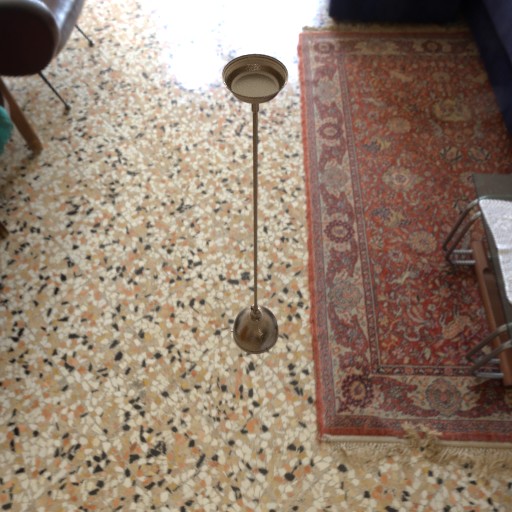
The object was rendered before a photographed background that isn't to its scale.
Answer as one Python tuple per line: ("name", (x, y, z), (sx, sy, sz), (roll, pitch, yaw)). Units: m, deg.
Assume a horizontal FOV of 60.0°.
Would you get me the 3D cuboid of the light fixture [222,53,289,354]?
("light fixture", (0.000, 0.000, 1.447), (0.211, 1.367, 0.217), (-30, 64, -17))
